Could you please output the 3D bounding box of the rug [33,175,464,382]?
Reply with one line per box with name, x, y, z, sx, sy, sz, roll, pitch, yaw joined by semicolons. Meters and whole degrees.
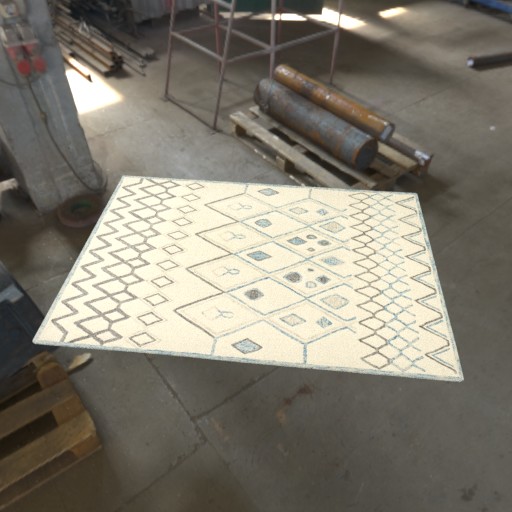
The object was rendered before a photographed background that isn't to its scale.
rug;0.000;0.000;2.294;1.820;0.009;1.260;4;45;4
